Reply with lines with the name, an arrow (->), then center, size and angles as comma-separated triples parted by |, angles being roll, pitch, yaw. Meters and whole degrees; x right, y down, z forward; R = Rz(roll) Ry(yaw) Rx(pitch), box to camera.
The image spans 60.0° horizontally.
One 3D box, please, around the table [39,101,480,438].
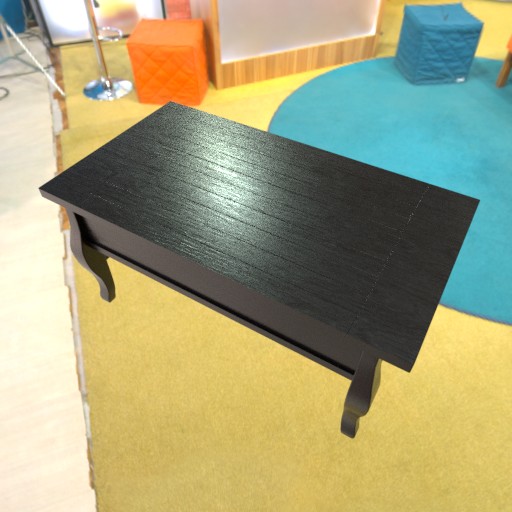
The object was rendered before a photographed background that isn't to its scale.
table -> 0.000, 0.000, 1.393 | 1.062, 0.494, 0.600 | 24, 51, 21
